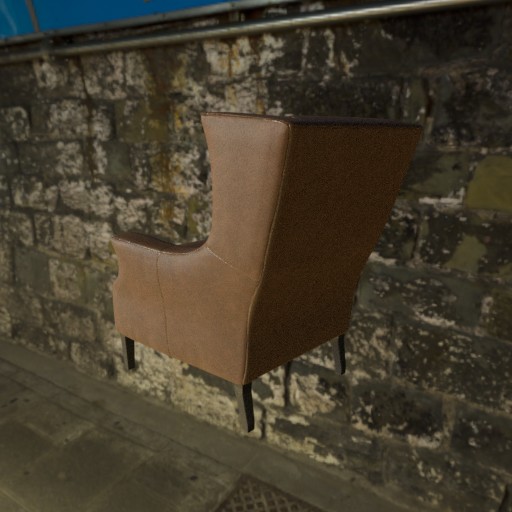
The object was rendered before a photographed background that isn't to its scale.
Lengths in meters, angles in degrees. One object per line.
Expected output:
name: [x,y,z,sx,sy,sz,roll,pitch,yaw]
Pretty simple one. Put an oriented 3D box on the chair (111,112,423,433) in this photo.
chair: [0.000,0.000,1.692,0.852,1.016,0.925,-14,21,-42]
